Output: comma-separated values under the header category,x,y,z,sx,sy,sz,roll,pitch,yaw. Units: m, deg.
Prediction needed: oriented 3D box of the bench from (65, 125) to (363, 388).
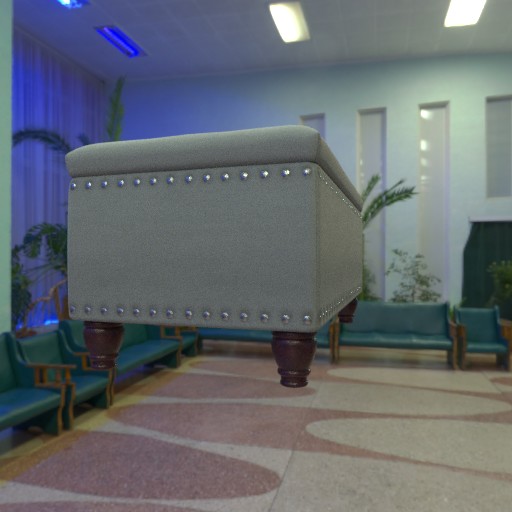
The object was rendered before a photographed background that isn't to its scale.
category,x,y,z,sx,sy,sz,roll,pitch,yaw
bench,0.000,0.000,1.200,0.500,0.449,0.887,0,0,18
